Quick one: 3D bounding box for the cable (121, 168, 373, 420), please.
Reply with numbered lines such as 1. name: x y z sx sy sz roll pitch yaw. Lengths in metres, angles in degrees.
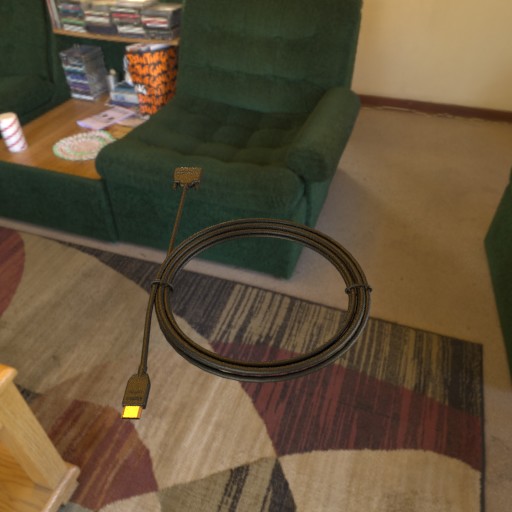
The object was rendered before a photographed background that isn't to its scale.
1. cable: 0.000 0.000 0.532 0.257 0.030 0.422 1 41 1
